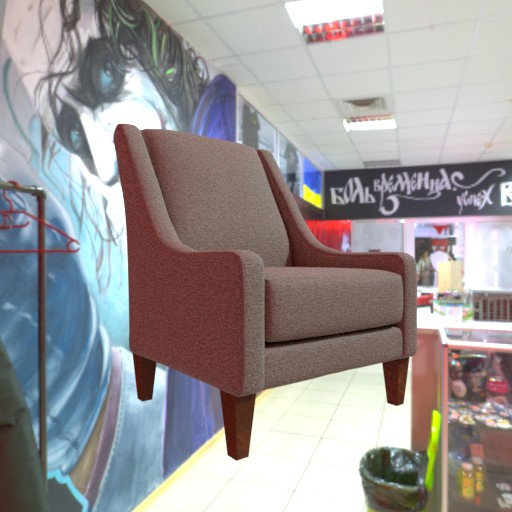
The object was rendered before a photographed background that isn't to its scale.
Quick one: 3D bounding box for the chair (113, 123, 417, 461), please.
[{"bbox_3d":[0.000,0.000,1.605,0.774,1.016,0.870,0,0,-38],"label":"chair"}]
